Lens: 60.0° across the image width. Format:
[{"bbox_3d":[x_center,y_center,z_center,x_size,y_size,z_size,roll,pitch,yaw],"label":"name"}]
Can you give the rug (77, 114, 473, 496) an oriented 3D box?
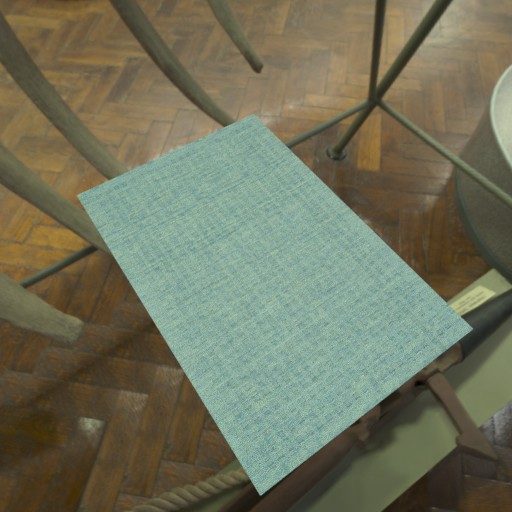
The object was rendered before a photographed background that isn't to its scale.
[{"bbox_3d":[0.000,0.000,2.877,1.522,0.006,2.286,-30,62,-18],"label":"rug"}]
